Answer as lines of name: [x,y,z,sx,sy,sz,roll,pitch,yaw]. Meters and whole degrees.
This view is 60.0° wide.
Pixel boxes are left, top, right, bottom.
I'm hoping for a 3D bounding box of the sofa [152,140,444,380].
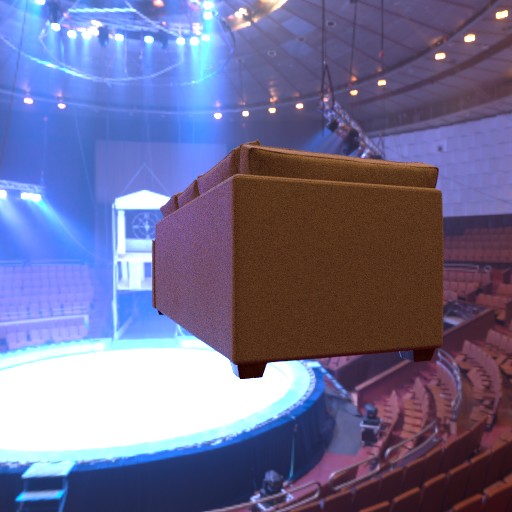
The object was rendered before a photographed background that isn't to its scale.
sofa: [0.000,0.000,2.885,1.061,0.962,2.317,0,-1,-20]
